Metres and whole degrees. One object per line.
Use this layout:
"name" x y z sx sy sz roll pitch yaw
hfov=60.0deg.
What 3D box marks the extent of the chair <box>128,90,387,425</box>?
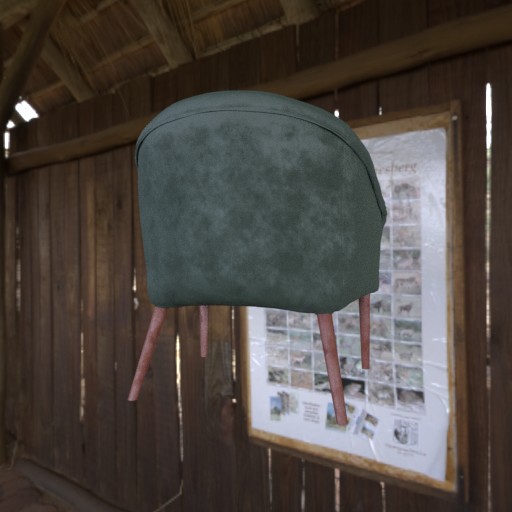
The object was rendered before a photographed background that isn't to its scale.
"chair" 0.000 0.000 1.516 0.851 0.885 0.776 0 0 17
